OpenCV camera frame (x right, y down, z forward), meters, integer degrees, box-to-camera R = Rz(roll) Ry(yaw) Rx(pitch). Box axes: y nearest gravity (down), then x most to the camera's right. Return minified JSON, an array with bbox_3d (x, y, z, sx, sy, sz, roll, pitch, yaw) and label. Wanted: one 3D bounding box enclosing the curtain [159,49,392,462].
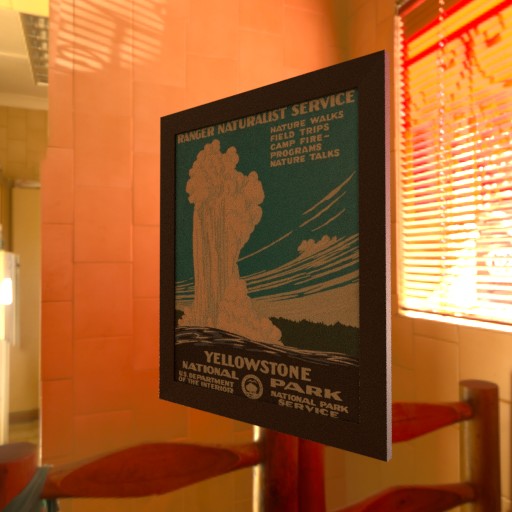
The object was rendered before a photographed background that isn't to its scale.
[{"bbox_3d":[0.000,0.000,0.785,0.483,0.585,0.027,-1,-1,37],"label":"curtain"}]
